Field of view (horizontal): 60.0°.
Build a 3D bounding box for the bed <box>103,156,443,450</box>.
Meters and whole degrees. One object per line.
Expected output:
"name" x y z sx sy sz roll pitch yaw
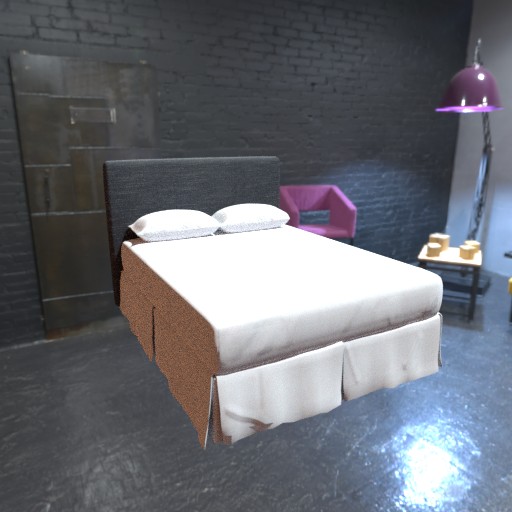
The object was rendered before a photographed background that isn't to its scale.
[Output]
"bed" 0.000 0.000 3.269 1.723 1.330 2.142 -8 17 -27
